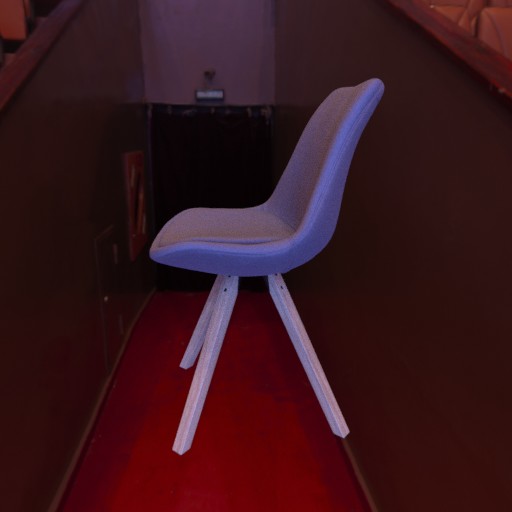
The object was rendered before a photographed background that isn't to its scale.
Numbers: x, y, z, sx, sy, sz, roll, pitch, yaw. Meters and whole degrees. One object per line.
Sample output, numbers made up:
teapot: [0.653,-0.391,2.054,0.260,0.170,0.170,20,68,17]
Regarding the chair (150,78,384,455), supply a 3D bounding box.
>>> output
chair: [0.000,0.000,1.181,0.547,0.865,0.483,-2,16,-7]
